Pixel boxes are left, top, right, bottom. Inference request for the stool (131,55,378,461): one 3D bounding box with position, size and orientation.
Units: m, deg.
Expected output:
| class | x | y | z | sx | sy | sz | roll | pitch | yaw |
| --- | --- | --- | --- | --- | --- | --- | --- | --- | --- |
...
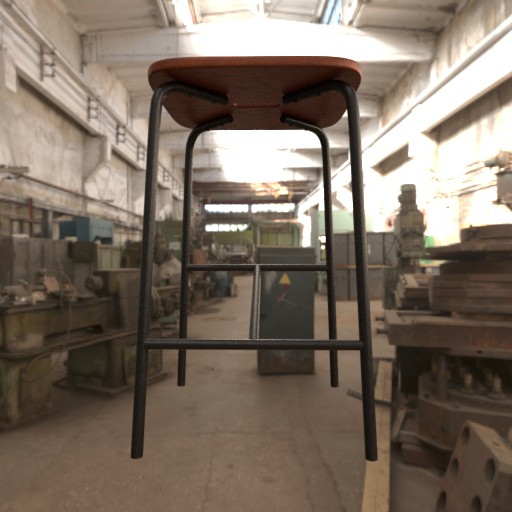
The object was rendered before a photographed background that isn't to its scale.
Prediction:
| class | x | y | z | sx | sy | sz | roll | pitch | yaw |
| --- | --- | --- | --- | --- | --- | --- | --- | --- | --- |
| stool | 0.000 | 0.000 | 0.850 | 0.376 | 0.610 | 0.376 | 0 | 1 | 1 |
